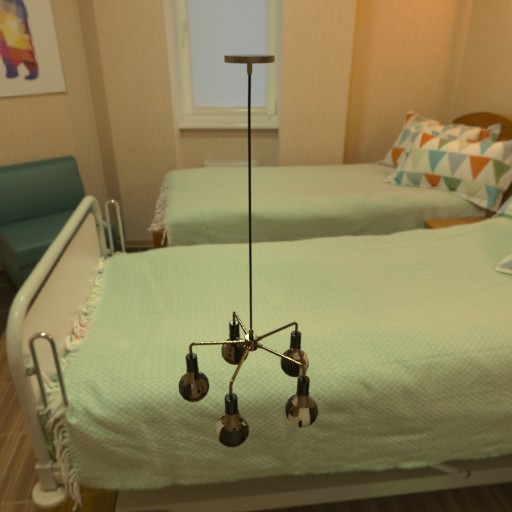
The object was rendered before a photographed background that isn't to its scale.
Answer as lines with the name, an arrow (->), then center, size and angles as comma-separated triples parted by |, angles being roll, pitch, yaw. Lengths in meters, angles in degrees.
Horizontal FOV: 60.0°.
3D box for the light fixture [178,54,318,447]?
light fixture -> 0.000, 0.000, 1.197 | 0.421, 0.988, 0.438 | -19, 32, -33
